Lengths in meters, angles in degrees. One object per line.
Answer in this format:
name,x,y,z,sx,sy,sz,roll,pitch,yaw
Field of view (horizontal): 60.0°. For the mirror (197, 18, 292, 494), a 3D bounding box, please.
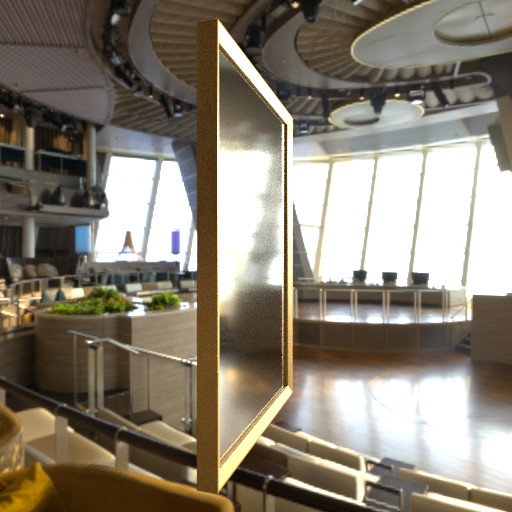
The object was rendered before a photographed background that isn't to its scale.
mirror,0.000,0.000,0.908,0.039,0.710,0.507,0,0,17
